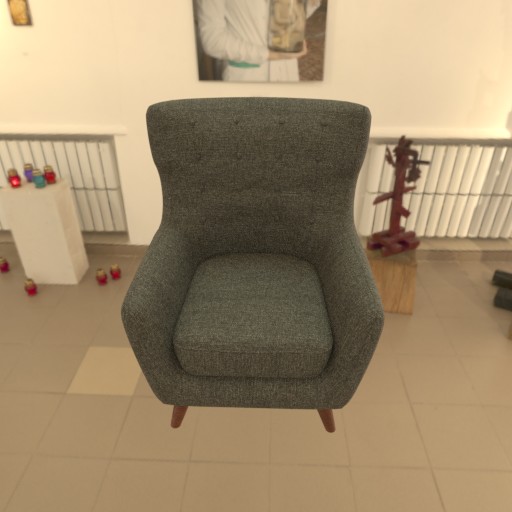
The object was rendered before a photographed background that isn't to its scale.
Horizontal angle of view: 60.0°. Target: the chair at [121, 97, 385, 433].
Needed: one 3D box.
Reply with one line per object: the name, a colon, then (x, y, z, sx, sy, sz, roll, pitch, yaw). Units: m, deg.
chair: (0.000, 0.000, 1.768, 0.878, 1.063, 0.904, 1, 31, 2)
